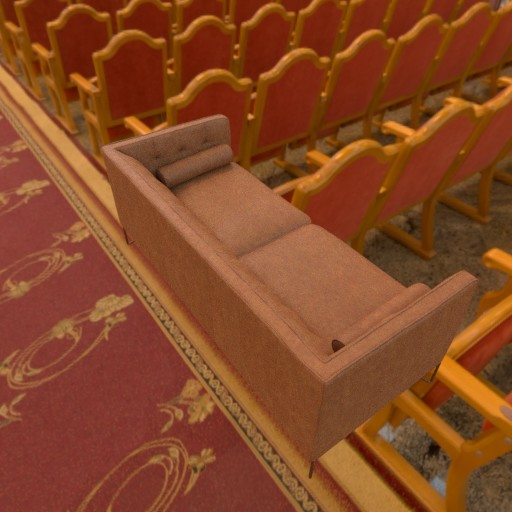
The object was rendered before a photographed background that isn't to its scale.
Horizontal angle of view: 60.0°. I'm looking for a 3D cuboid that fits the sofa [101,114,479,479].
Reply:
[{"bbox_3d":[0.000,0.000,2.561,0.912,0.798,2.079,-25,47,-26],"label":"sofa"}]
